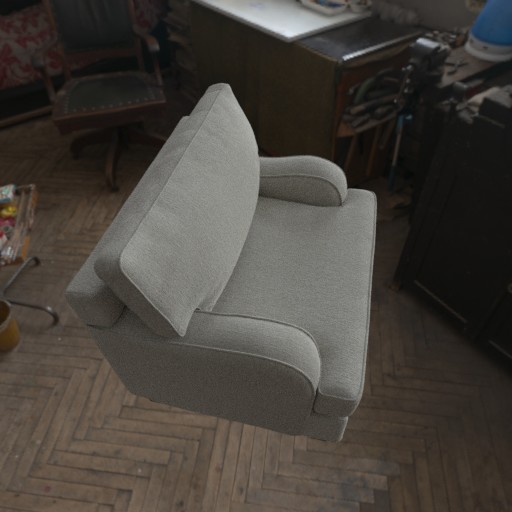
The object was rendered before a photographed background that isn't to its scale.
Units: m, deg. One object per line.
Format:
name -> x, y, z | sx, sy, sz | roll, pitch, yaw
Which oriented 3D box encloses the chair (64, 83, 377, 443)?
chair -> 0.000, 0.000, 1.988 | 1.041, 1.016, 1.220 | 10, 48, 9
